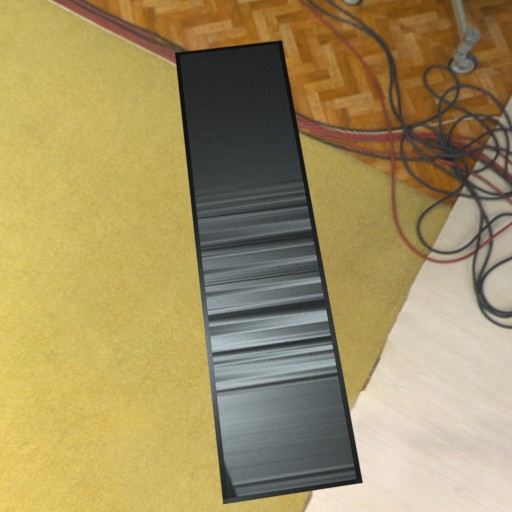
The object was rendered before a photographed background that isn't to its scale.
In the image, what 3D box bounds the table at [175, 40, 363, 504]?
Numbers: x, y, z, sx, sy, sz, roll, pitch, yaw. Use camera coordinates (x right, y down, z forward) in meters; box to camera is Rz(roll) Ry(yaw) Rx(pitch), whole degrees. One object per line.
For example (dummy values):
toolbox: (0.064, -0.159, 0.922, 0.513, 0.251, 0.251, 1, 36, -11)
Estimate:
table: (0.000, 0.000, 1.611, 0.399, 0.395, 1.486, -8, 75, -2)
